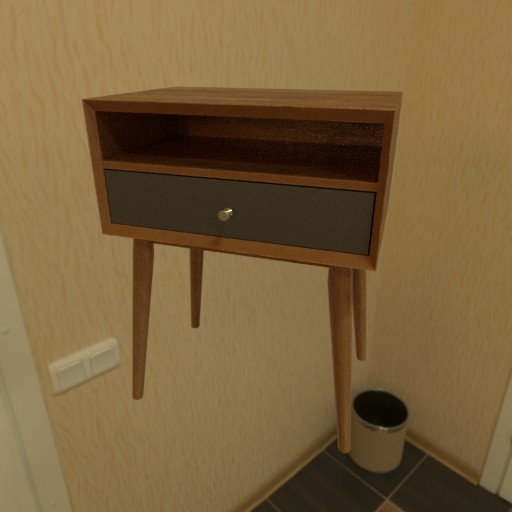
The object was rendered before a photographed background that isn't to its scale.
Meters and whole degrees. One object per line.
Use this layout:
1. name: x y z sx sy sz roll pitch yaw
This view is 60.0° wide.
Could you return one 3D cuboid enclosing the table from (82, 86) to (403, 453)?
1. table: 0.000 0.000 0.847 0.454 0.580 0.307 8 26 17
